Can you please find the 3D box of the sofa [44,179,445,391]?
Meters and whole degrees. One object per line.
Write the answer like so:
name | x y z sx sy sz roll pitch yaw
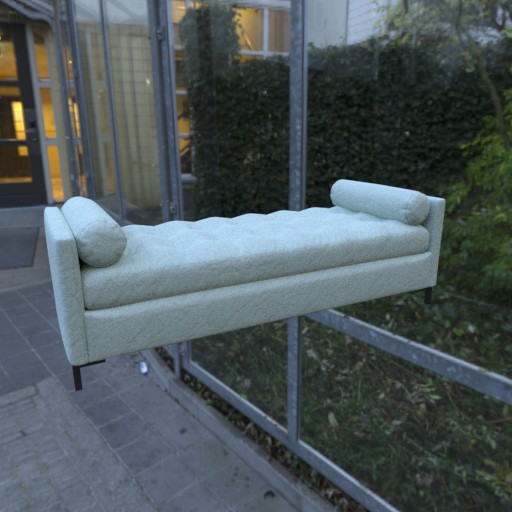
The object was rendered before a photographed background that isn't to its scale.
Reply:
sofa | 0.000 0.000 2.504 2.102 0.705 0.796 -8 18 -26
